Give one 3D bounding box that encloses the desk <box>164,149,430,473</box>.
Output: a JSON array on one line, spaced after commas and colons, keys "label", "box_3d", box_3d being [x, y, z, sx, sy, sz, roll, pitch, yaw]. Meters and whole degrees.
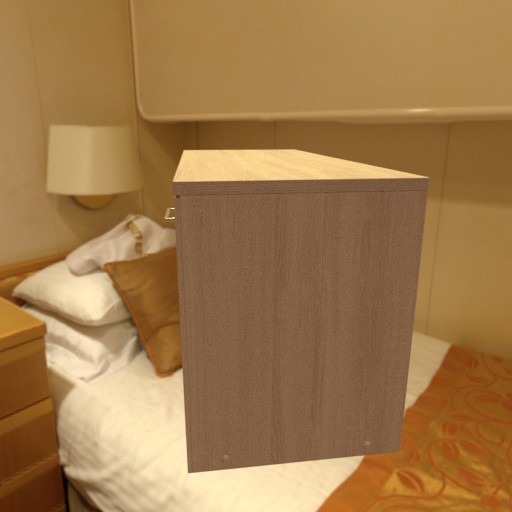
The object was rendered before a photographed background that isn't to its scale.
[{"label": "desk", "box_3d": [0.000, 0.000, 1.722, 0.600, 0.740, 1.390, -2, 16, -8]}]
